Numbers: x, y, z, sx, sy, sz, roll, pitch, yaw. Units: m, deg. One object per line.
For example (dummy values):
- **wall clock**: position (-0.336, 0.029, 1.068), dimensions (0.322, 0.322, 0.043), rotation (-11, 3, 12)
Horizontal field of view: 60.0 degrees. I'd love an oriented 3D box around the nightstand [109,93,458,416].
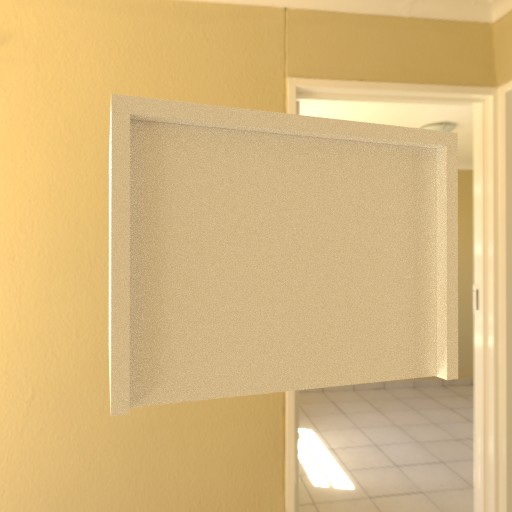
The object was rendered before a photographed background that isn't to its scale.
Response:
- **nightstand**: position (0.000, 0.000, 0.749), dimensions (0.470, 0.351, 0.408), rotation (0, 0, -19)
